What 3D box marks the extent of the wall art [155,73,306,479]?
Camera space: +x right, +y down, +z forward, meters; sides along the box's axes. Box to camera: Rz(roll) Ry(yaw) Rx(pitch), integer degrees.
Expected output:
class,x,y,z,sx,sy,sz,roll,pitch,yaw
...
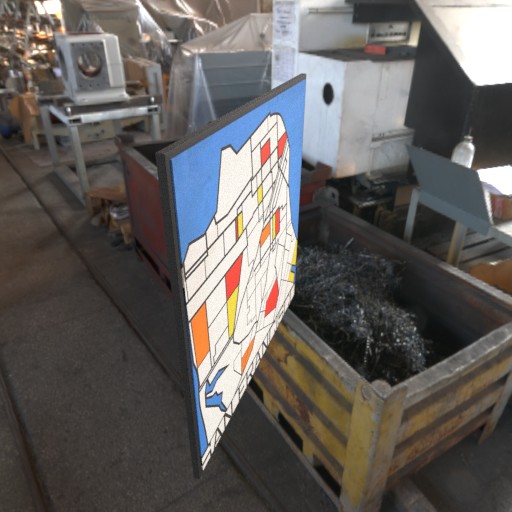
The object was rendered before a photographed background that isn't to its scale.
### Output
class,x,y,z,sx,sy,sz,roll,pitch,yaw
wall art,0.000,0.000,0.980,0.015,0.663,0.664,11,33,18
